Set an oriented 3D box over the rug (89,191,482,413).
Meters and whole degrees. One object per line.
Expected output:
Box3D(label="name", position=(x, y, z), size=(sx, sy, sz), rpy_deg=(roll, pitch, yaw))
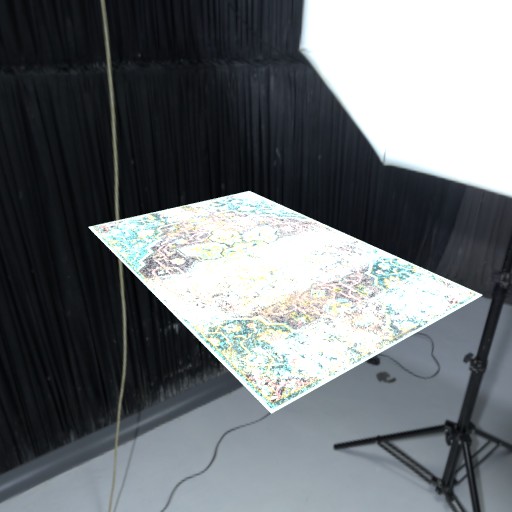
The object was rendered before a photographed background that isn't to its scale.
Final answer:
Box3D(label="rug", position=(0.000, 0.000, 2.996), size=(1.566, 0.004, 2.363), rpy_deg=(-17, 31, -31))
